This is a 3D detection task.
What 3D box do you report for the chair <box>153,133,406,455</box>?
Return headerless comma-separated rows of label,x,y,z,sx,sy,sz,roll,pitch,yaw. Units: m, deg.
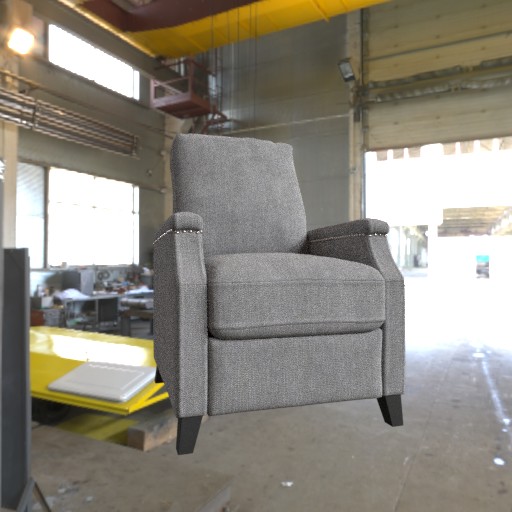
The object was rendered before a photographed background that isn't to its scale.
chair,0.000,0.000,1.656,0.710,1.049,0.922,0,0,-17
